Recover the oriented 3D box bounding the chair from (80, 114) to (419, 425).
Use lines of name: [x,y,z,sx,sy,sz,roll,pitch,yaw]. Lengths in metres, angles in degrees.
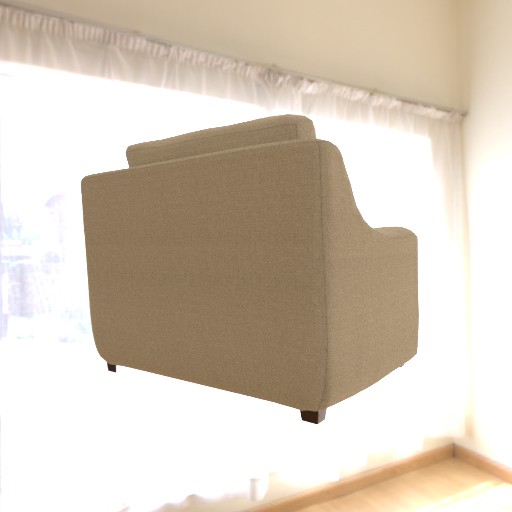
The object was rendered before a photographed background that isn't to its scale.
chair: [0.000,0.000,1.968,1.178,1.016,1.009,1,1,36]
